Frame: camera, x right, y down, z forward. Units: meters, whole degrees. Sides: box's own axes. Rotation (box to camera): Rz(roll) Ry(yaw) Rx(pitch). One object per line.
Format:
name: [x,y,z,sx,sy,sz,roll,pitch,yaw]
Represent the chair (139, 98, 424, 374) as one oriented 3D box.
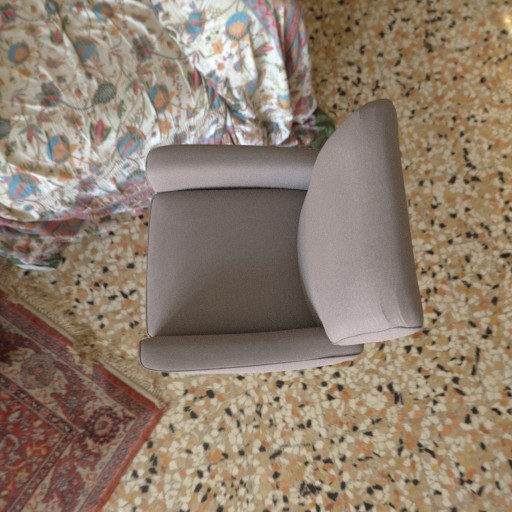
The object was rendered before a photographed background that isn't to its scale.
chair: [0.000,0.000,1.665,0.859,1.023,0.845,-2,74,-1]
